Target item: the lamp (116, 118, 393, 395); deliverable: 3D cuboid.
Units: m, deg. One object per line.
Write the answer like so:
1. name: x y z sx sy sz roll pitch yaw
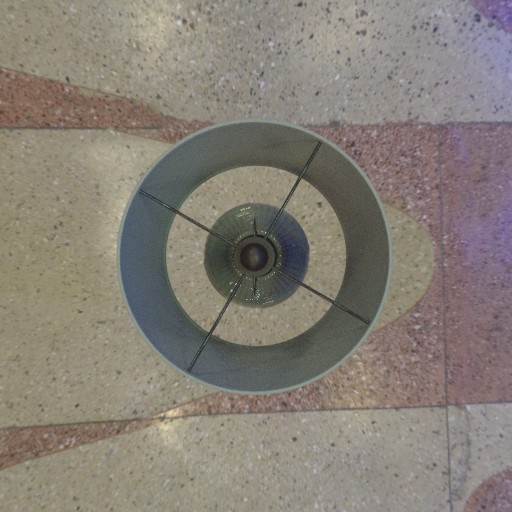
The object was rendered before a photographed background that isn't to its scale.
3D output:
1. lamp: 0.000 0.000 0.756 0.318 0.567 0.318 0 90 0
